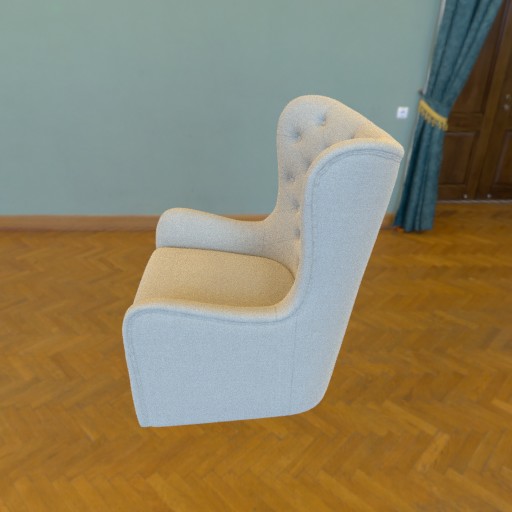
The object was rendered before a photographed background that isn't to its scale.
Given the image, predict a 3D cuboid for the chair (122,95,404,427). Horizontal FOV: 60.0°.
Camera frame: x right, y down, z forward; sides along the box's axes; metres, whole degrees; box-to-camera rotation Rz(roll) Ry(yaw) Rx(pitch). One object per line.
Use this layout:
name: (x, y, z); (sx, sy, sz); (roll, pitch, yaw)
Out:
chair: (0.000, 0.000, 1.727); (0.929, 1.079, 0.831); (-1, 28, -2)
